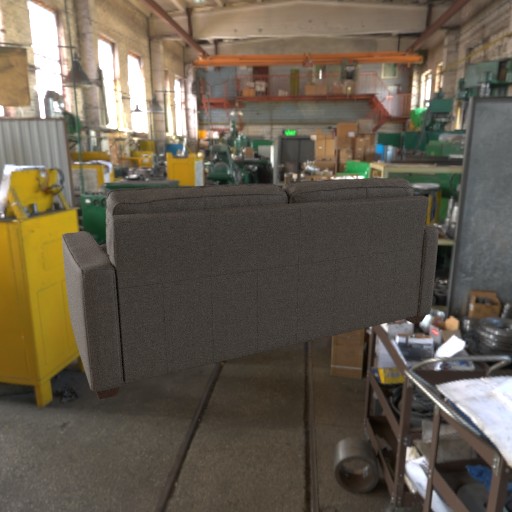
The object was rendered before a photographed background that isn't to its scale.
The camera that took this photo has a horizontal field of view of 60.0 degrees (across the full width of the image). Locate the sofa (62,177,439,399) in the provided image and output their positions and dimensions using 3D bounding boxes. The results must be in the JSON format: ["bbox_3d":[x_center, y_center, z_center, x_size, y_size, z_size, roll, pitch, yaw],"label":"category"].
[{"bbox_3d":[0.000,0.000,2.645,2.080,0.919,0.940,-7,15,-26],"label":"sofa"}]
